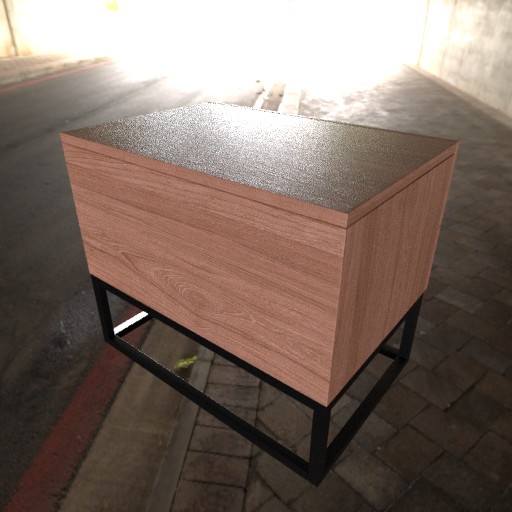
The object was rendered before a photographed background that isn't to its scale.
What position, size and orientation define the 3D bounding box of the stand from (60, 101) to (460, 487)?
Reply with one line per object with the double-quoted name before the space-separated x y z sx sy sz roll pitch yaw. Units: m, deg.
"stand" 0.000 0.000 0.925 0.600 0.500 0.420 21 36 33
